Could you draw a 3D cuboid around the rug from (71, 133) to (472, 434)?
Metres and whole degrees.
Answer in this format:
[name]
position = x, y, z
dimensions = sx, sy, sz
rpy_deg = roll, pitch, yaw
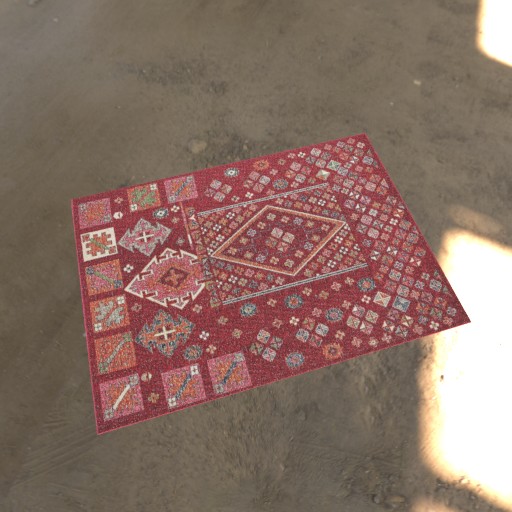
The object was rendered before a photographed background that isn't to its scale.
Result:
[rug]
position = 0.000, 0.000, 4.275
dimensions = 3.306, 0.011, 2.389
rpy_deg = -14, 62, -8
